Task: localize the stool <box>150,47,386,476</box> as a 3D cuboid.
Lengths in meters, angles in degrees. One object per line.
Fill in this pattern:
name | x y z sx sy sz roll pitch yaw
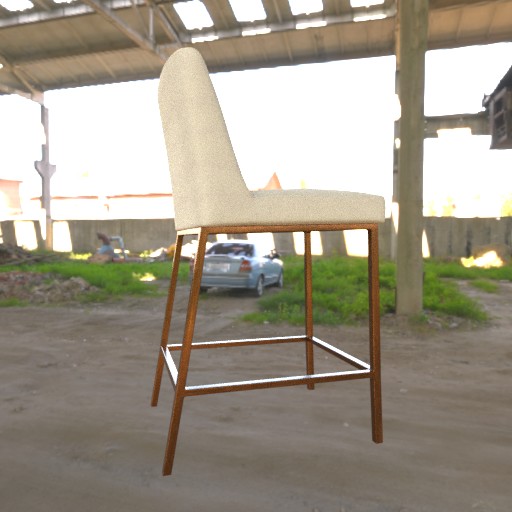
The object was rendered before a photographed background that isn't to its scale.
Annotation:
stool | 0.000 0.000 1.281 0.576 0.973 0.507 -1 2 -17
